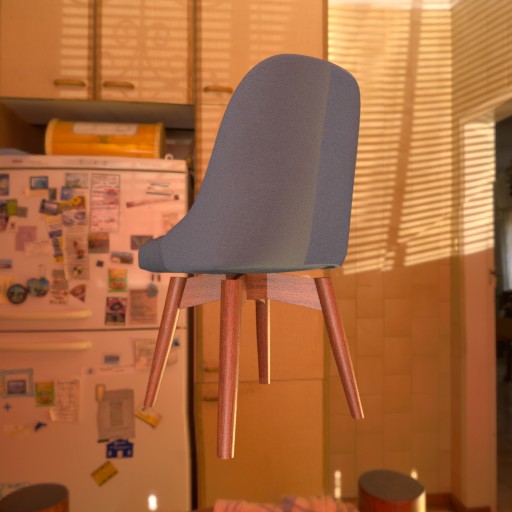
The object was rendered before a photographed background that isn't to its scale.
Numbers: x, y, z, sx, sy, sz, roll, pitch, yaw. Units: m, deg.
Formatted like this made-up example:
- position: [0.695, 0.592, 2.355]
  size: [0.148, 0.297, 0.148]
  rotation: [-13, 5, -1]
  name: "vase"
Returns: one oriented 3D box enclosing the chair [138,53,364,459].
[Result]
- position: [0.000, 0.000, 1.245]
  size: [0.503, 0.882, 0.589]
  rotation: [1, -1, -36]
  name: "chair"
